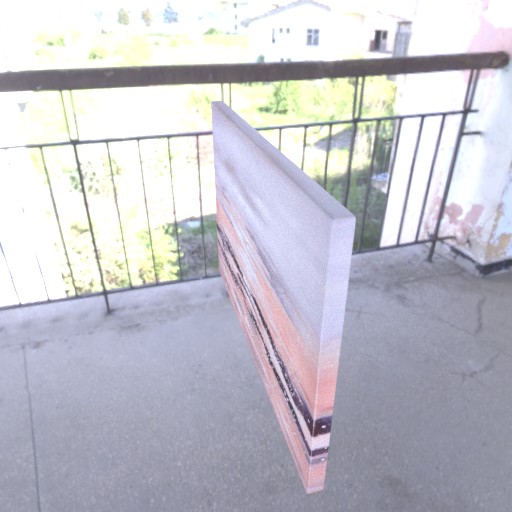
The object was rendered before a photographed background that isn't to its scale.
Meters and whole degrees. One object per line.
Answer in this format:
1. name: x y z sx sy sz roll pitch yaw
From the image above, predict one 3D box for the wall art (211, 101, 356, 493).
1. wall art: 0.000 0.000 1.137 0.038 0.609 0.913 -8 30 -13
